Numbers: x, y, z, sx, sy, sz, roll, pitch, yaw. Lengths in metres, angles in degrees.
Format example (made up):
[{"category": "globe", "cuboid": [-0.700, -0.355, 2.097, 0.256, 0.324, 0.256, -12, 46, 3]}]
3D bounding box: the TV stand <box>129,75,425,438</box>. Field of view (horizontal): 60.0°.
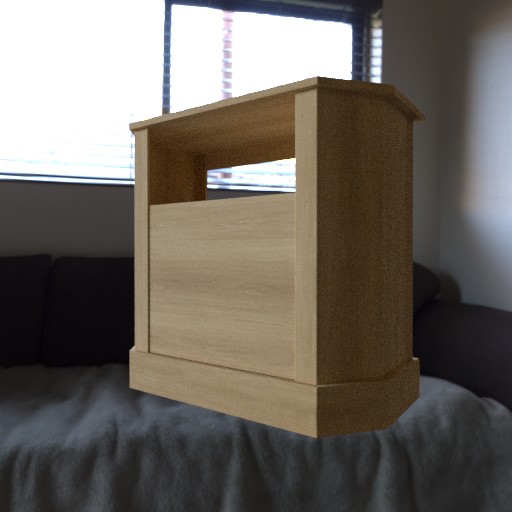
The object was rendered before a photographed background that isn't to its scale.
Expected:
[{"category": "TV stand", "cuboid": [0.000, 0.000, 1.306, 0.851, 0.781, 0.425, 0, 1, 35]}]
